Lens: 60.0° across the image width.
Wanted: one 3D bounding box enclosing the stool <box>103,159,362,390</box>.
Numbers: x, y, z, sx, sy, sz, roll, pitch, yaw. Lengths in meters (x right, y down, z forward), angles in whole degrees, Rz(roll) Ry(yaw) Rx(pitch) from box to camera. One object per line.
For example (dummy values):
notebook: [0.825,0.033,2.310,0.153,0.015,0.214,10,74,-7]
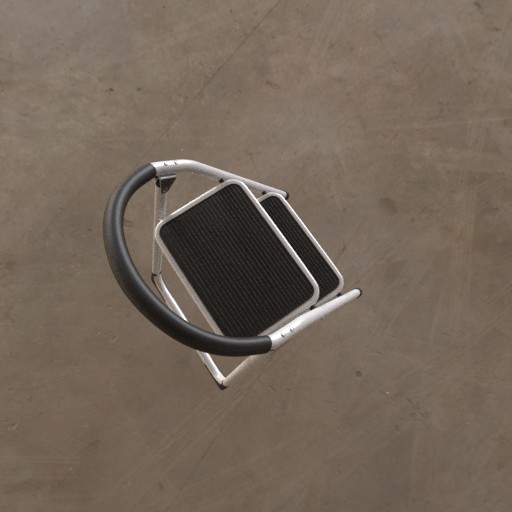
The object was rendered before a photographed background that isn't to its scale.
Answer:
stool: [0.000,0.000,1.120,0.559,0.760,0.453,-33,77,-9]
